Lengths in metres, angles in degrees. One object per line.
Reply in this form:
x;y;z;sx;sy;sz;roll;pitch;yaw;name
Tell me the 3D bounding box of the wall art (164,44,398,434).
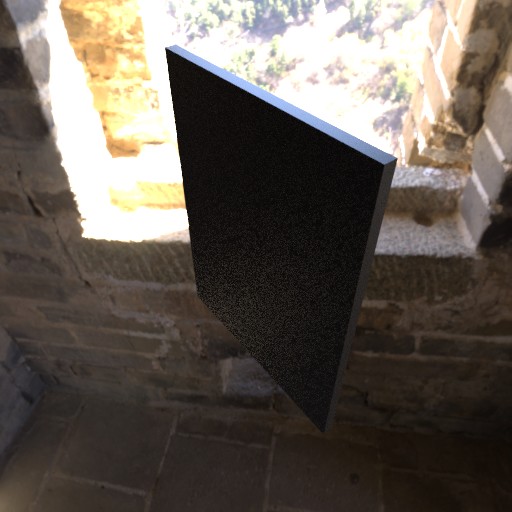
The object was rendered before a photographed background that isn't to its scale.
0.000;0.000;1.404;0.038;1.062;0.806;-28;50;-27;wall art
